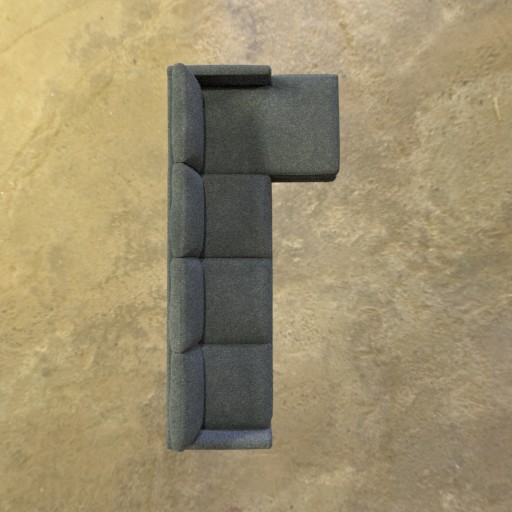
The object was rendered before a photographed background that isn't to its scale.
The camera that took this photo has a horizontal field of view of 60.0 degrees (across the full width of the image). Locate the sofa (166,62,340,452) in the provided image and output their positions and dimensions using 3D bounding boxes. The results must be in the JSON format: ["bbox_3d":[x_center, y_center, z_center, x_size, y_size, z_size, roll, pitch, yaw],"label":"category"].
[{"bbox_3d":[0.000,0.000,3.506,1.350,0.810,2.932,0,89,0],"label":"sofa"}]
